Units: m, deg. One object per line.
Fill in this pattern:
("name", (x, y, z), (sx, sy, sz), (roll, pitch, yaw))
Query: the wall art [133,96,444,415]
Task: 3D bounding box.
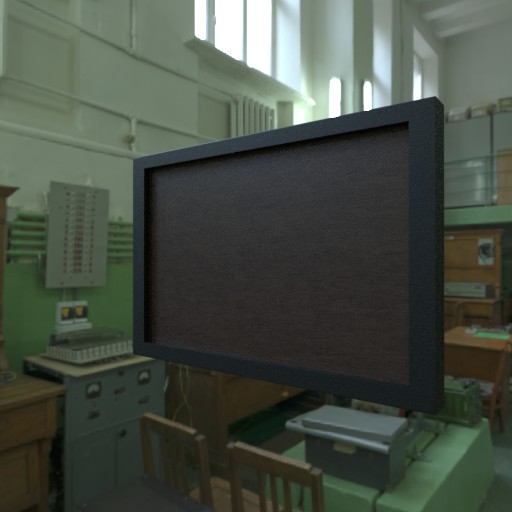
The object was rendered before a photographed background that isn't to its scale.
("wall art", (0.000, 0.000, 0.849), (0.671, 0.456, 0.051), (0, 0, 36))
